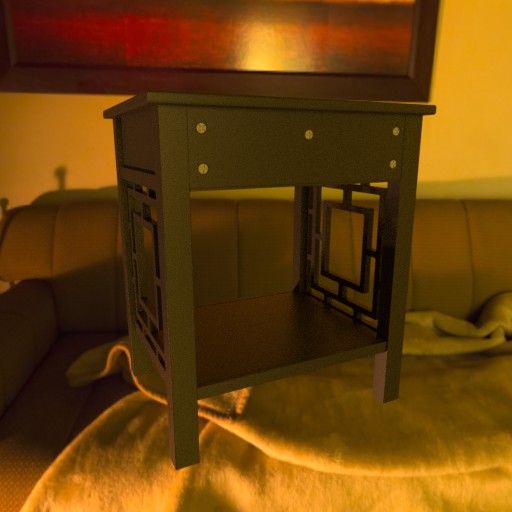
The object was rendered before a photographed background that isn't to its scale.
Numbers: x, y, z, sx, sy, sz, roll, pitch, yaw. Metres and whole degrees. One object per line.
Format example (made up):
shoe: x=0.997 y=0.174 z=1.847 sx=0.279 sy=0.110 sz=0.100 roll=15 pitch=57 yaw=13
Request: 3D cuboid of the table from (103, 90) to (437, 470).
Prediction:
table: x=0.000 y=0.000 z=1.017 sx=0.564 sy=0.646 sz=0.451 roll=-7 pitch=16 yaw=-25
